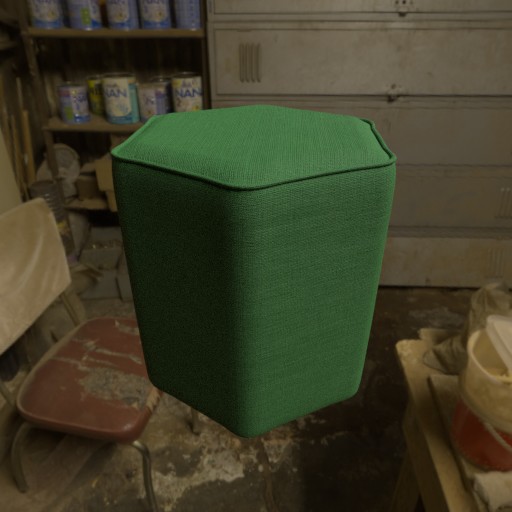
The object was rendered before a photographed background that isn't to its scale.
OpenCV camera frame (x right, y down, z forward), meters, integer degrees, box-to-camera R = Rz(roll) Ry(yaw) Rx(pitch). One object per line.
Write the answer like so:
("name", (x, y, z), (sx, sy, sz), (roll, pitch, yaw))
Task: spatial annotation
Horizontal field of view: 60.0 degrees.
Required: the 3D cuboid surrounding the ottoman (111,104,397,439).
("ottoman", (0.000, 0.000, 0.886), (0.444, 0.507, 0.499), (2, 30, 3))
